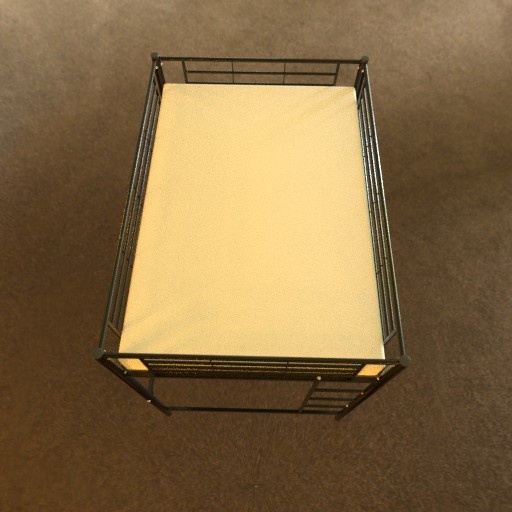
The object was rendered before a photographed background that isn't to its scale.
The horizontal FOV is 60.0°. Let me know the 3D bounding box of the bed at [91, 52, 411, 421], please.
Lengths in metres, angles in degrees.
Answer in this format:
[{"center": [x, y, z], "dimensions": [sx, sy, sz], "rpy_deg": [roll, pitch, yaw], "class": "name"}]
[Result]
[{"center": [0.000, 0.000, 3.182], "dimensions": [1.397, 1.803, 1.994], "rpy_deg": [1, 63, 1], "class": "bed"}]
